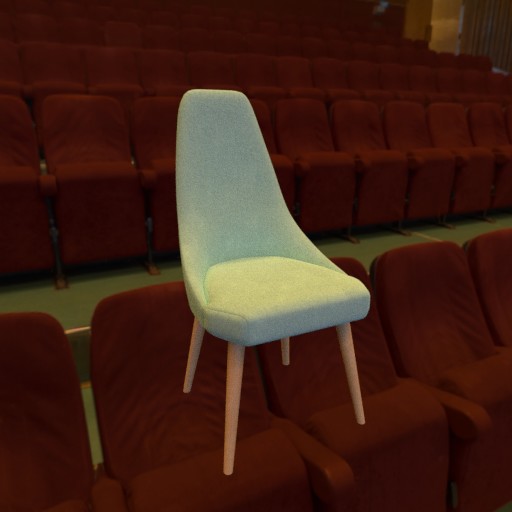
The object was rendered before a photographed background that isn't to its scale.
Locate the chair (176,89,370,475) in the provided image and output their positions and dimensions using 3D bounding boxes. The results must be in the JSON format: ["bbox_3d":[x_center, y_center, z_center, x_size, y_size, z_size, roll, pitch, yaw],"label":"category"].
[{"bbox_3d":[0.000,0.000,1.422,0.510,1.040,0.660,-8,18,-26],"label":"chair"}]
